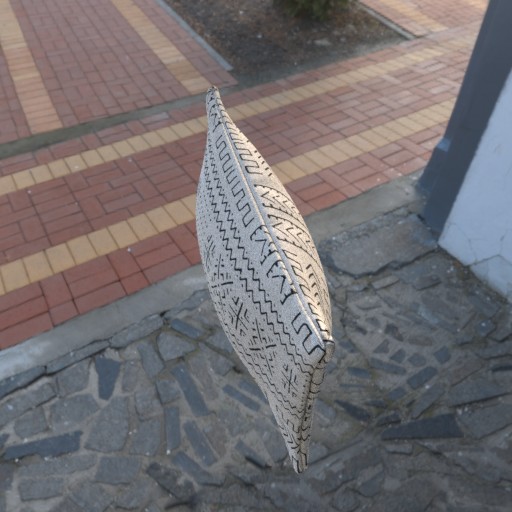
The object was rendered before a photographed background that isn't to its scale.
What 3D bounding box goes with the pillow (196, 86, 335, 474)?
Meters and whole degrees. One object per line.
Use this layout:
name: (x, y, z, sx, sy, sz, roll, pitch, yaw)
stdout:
pillow: (0.000, 0.000, 0.788, 0.188, 0.352, 0.637, -11, 47, -10)
